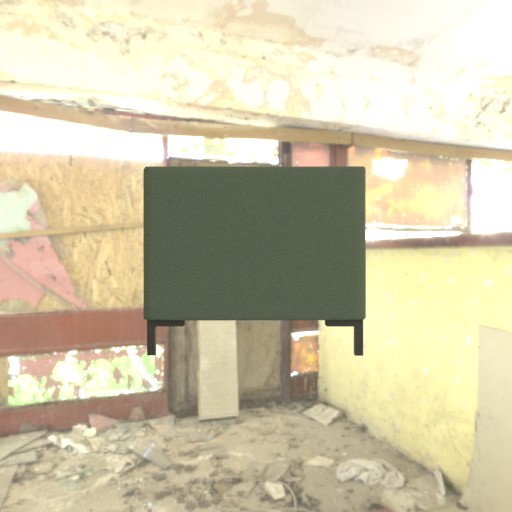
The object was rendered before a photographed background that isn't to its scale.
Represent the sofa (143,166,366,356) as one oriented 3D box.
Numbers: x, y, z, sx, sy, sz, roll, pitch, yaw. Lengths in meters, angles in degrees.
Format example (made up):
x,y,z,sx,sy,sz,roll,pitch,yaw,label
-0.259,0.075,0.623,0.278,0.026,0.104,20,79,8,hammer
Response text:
x,y,z,sx,sy,sz,roll,pitch,yaw,label
0.000,0.000,2.565,0.817,0.681,2.130,0,0,0,sofa
